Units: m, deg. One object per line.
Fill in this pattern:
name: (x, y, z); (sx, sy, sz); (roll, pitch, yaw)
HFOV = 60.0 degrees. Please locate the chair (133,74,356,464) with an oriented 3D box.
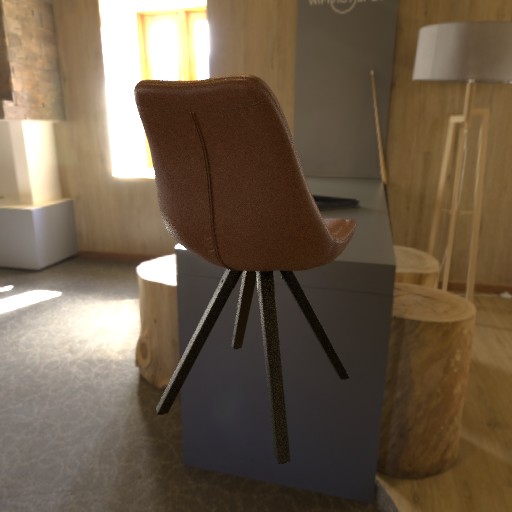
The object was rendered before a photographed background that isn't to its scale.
chair: (0.000, 0.000, 1.182); (0.475, 0.850, 0.550); (9, 19, 28)
